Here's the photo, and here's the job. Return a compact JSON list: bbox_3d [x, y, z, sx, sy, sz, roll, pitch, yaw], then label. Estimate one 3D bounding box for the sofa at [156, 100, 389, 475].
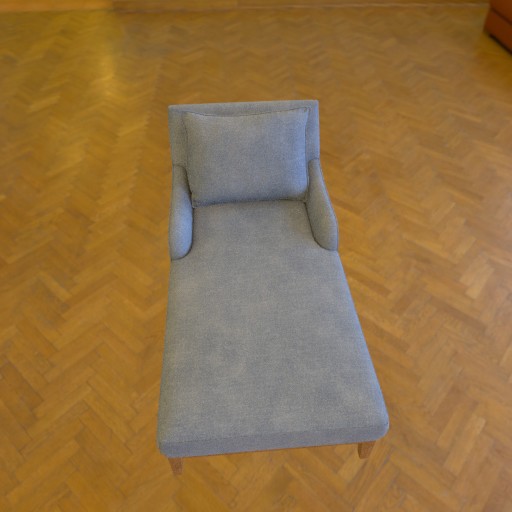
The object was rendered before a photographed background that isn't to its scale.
[{"bbox_3d":[0.000,0.000,2.224,0.904,0.883,1.779,-3,46,-3],"label":"sofa"}]
